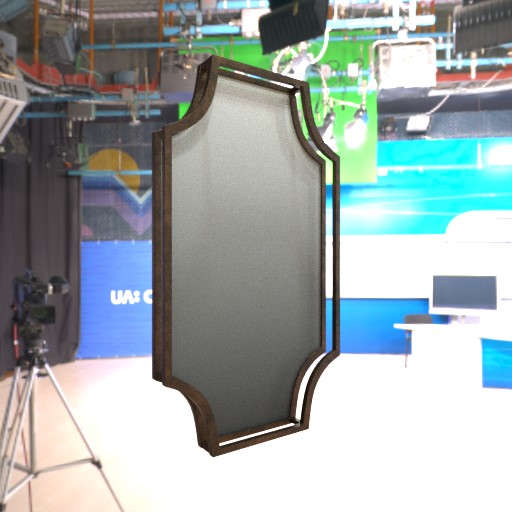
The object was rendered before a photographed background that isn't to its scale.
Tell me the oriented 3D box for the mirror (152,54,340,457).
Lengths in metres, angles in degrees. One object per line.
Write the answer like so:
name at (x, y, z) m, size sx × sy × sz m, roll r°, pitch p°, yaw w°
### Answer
mirror at (0.000, 0.000, 0.990) m, size 0.462 × 0.811 × 0.066 m, roll 0°, pitch 0°, yaw -35°
